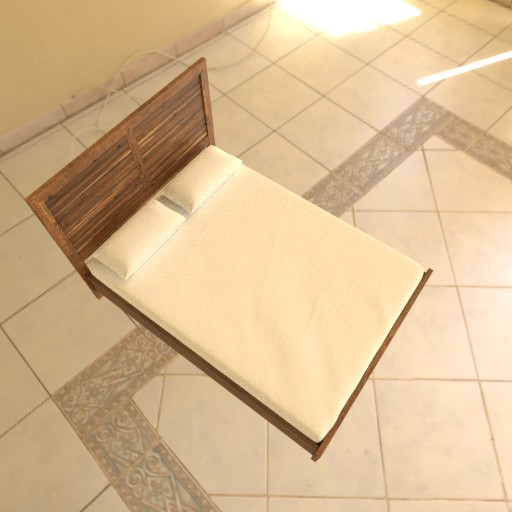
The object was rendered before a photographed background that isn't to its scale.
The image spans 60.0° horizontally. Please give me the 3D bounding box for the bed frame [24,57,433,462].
[{"bbox_3d":[0.000,0.000,3.323,2.276,1.417,1.696,32,65,17],"label":"bed frame"}]
